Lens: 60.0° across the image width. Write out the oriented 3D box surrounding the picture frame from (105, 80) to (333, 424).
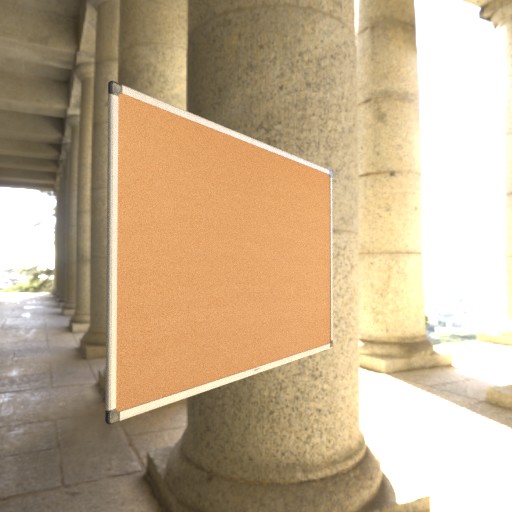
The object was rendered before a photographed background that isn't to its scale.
[{"bbox_3d":[0.000,0.000,1.137,0.010,0.600,0.900,-1,-2,35],"label":"picture frame"}]
